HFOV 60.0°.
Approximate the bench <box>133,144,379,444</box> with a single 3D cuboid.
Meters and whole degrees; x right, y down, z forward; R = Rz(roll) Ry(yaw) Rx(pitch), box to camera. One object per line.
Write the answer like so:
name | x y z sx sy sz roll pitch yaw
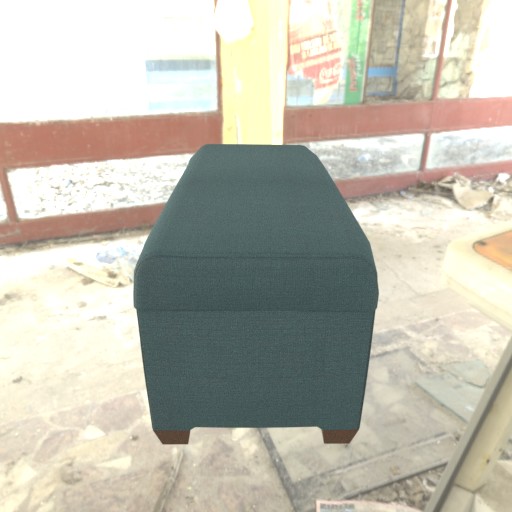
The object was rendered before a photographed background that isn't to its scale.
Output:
bench | 0.000 0.000 1.290 0.476 0.474 0.995 0 25 0
